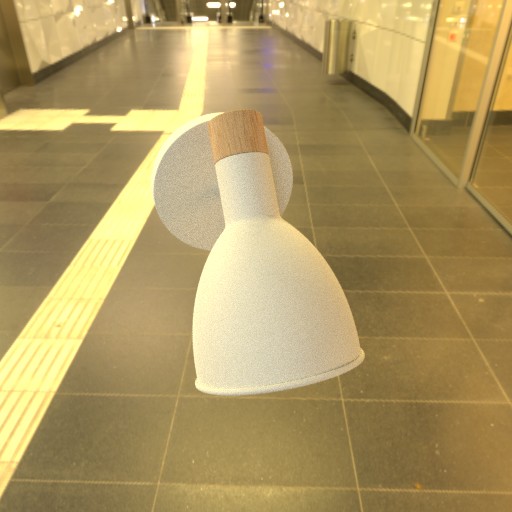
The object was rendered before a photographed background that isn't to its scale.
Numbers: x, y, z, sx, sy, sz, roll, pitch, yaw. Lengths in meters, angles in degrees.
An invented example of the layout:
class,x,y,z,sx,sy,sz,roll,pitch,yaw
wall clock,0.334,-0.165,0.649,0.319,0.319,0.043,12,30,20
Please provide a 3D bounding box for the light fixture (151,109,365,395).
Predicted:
class,x,y,z,sx,sy,sz,roll,pitch,yaw
light fixture,0.000,0.000,0.334,0.127,0.199,0.209,-10,33,-15
